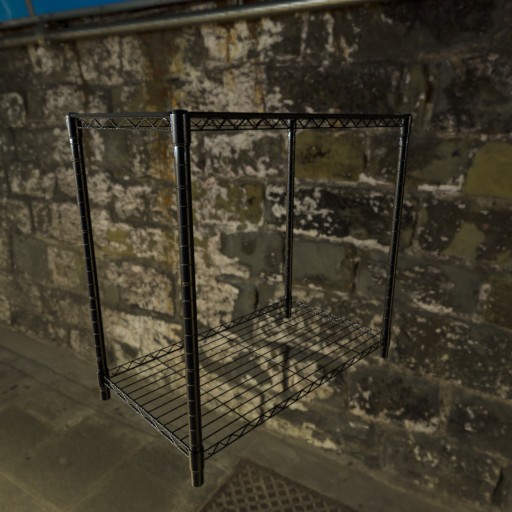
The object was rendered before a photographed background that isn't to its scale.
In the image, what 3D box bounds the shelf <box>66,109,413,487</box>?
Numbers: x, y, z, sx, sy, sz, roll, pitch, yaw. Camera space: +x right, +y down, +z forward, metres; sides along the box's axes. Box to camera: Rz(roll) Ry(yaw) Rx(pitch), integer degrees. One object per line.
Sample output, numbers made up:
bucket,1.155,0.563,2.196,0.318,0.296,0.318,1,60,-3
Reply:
shelf,0.000,0.000,0.918,0.589,0.564,0.338,-16,23,-42
